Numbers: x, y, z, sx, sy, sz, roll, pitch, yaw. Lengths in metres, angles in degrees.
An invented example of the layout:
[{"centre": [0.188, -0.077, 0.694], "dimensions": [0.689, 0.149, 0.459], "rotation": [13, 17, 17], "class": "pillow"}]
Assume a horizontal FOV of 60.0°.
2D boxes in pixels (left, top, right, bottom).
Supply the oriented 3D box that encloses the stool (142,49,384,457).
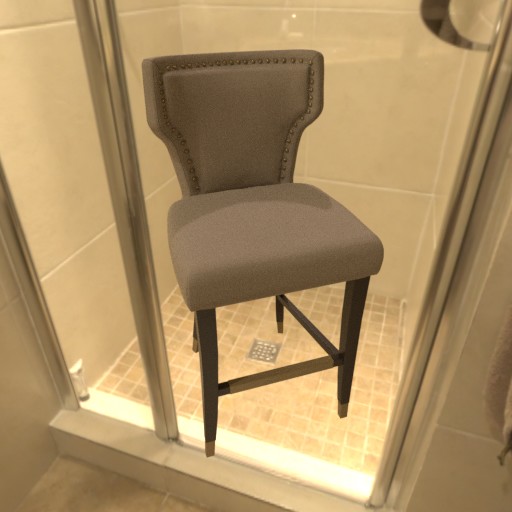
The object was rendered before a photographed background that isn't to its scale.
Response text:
[{"centre": [0.000, 0.000, 1.350], "dimensions": [0.526, 1.092, 0.563], "rotation": [-10, 34, -15], "class": "stool"}]
